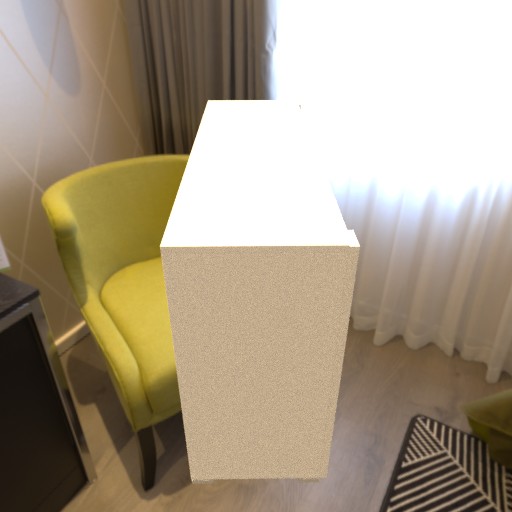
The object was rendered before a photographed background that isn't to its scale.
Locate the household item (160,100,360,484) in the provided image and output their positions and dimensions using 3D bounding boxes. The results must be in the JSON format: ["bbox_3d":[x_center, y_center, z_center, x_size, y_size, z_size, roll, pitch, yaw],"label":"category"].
[{"bbox_3d":[0.000,0.000,1.711,0.420,0.867,1.300,0,32,-1],"label":"household item"}]
